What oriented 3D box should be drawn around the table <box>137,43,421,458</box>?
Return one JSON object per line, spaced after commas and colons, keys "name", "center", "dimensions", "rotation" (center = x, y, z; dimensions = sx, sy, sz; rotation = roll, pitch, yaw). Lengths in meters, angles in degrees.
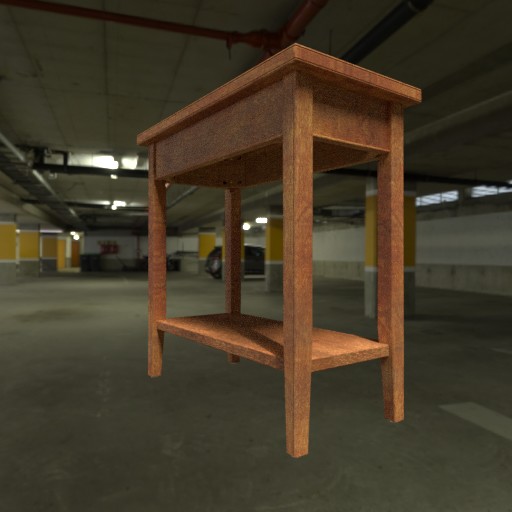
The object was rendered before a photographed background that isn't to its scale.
{"name": "table", "center": [0.000, 0.000, 0.967], "dimensions": [0.305, 0.610, 0.610], "rotation": [0, 0, -36]}
